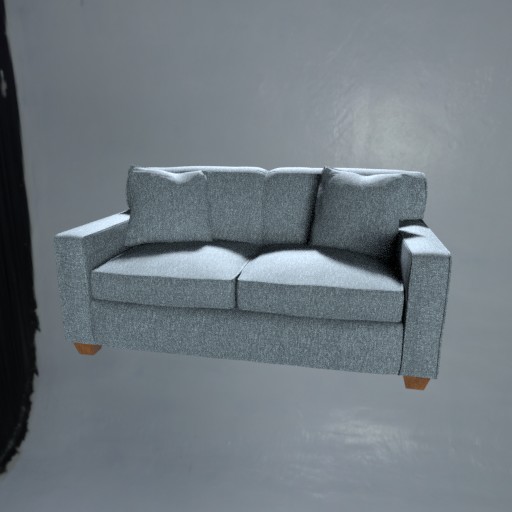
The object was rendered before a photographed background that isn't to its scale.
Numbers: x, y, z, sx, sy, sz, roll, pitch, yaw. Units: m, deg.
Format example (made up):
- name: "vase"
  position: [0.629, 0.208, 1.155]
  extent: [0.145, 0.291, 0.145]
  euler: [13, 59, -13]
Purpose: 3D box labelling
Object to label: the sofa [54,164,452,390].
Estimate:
- name: "sofa"
  position: [0.000, 0.000, 2.451]
  extent: [1.846, 0.958, 0.998]
  euler: [3, 16, 11]
